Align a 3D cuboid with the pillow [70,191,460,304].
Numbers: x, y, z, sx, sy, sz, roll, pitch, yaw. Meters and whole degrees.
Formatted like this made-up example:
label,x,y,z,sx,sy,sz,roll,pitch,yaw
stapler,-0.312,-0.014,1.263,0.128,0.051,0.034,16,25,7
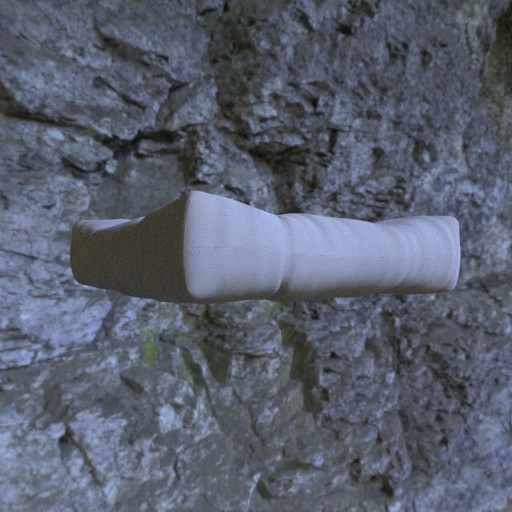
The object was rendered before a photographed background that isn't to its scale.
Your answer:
label,x,y,z,sx,sy,sz,roll,pitch,yaw
pillow,0.000,0.000,0.733,0.490,0.128,0.468,1,-1,-36
